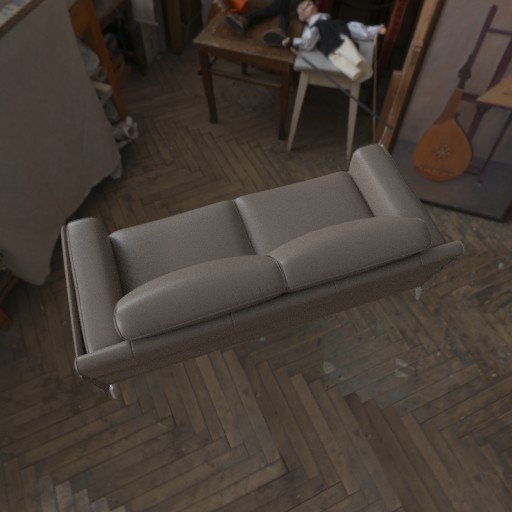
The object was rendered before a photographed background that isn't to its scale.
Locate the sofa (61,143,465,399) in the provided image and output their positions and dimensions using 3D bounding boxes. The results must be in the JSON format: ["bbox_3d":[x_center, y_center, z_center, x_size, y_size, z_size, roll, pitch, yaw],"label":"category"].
[{"bbox_3d":[0.000,0.000,2.595,2.101,0.930,1.049,-16,60,-10],"label":"sofa"}]
